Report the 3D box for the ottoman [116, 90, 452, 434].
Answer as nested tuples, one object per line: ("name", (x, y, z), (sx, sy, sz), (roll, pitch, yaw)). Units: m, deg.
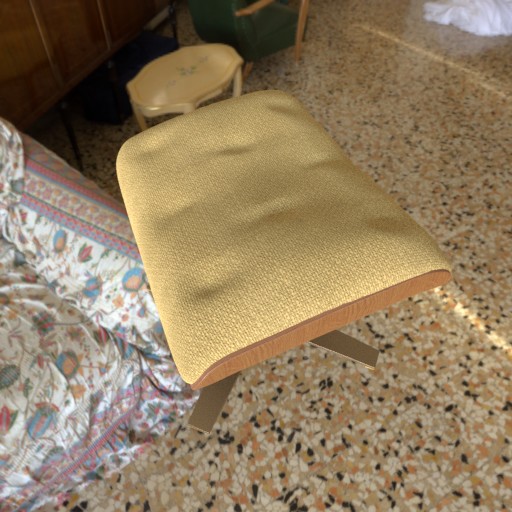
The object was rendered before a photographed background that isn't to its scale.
("ottoman", (0.000, 0.000, 0.803), (0.394, 0.391, 0.520), (-16, 48, -15))
